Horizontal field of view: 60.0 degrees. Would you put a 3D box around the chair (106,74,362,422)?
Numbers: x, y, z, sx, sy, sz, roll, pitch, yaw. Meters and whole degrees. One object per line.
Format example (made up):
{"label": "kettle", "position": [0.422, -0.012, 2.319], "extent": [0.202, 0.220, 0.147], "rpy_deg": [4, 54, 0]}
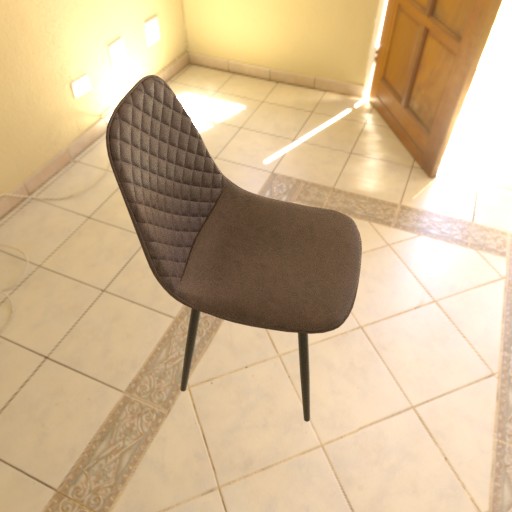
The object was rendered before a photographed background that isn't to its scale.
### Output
{"label": "chair", "position": [0.000, 0.000, 1.212], "extent": [0.561, 0.889, 0.472], "rpy_deg": [11, 49, 9]}
